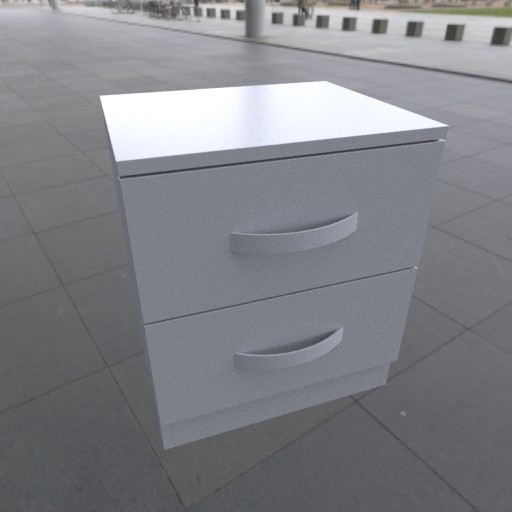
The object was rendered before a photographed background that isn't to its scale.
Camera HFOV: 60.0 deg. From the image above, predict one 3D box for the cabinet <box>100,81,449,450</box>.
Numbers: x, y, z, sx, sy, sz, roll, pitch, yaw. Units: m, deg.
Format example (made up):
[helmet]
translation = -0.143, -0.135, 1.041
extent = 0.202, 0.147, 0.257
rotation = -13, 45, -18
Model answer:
[cabinet]
translation = 0.000, 0.000, 0.737
extent = 0.400, 0.470, 0.360
rotation = -10, 32, -17
